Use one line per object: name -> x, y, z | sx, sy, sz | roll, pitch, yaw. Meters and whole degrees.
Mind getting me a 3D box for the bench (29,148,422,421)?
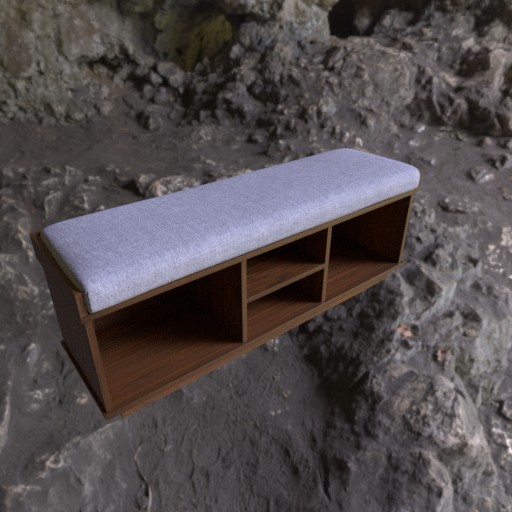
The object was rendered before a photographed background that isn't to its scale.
bench -> 0.000, 0.000, 1.434 | 1.196, 0.468, 0.367 | -21, 37, -32
